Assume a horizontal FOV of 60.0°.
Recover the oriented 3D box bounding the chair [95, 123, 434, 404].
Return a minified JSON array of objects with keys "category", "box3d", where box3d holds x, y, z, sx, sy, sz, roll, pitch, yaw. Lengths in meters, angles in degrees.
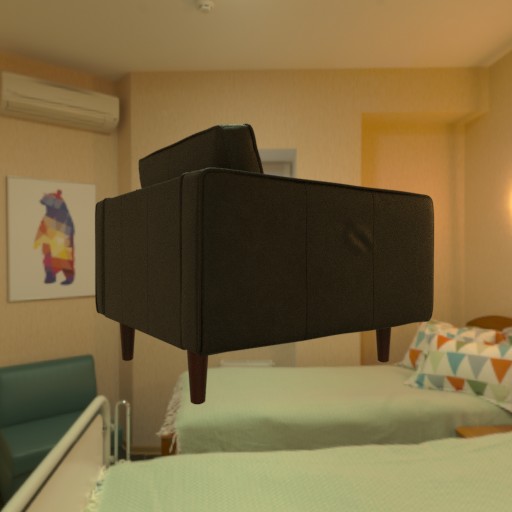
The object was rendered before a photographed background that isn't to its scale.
[{"category":"chair","box3d":[0.000,0.000,1.608,0.914,0.763,0.889,-1,1,-35]}]
